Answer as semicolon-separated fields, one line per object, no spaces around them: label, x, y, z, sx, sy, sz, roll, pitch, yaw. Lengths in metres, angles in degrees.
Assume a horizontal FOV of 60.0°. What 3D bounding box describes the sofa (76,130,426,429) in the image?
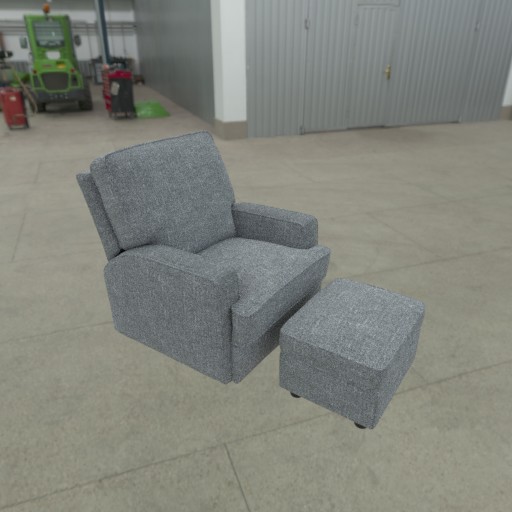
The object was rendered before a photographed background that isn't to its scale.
sofa;0.000;0.000;2.058;1.472;0.959;0.861;17;31;31
